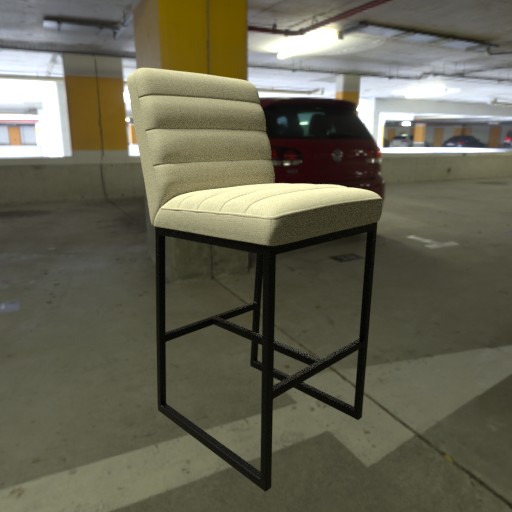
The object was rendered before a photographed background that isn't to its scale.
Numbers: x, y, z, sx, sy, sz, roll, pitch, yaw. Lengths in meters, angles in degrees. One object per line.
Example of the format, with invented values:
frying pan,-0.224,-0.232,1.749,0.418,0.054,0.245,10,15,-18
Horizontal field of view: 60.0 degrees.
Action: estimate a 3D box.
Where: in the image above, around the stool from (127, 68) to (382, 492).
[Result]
stool,0.000,0.000,1.296,0.460,1.040,0.560,-14,20,-43
